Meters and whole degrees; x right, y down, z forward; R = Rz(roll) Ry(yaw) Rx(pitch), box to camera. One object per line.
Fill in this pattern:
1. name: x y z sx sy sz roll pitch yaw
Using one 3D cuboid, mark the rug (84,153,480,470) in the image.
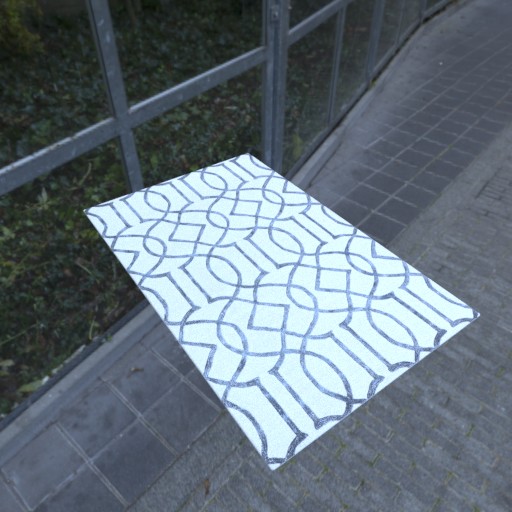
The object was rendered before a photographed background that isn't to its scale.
1. rug: 0.000 0.000 2.961 1.521 0.017 2.365 -25 47 -26
